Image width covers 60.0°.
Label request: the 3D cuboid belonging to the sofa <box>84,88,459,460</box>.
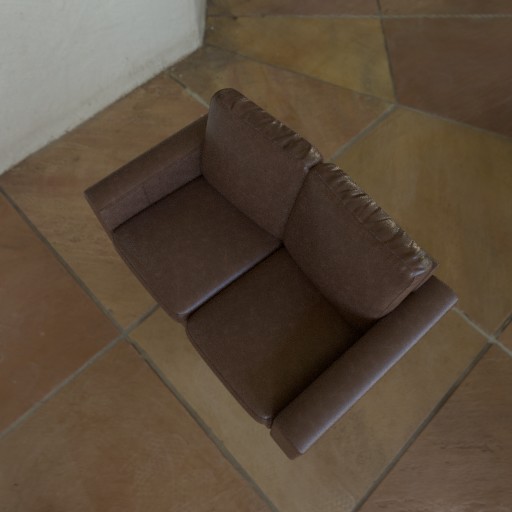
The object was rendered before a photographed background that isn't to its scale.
[{"bbox_3d":[0.000,0.000,2.201,1.016,0.873,1.616,-38,69,-17],"label":"sofa"}]
